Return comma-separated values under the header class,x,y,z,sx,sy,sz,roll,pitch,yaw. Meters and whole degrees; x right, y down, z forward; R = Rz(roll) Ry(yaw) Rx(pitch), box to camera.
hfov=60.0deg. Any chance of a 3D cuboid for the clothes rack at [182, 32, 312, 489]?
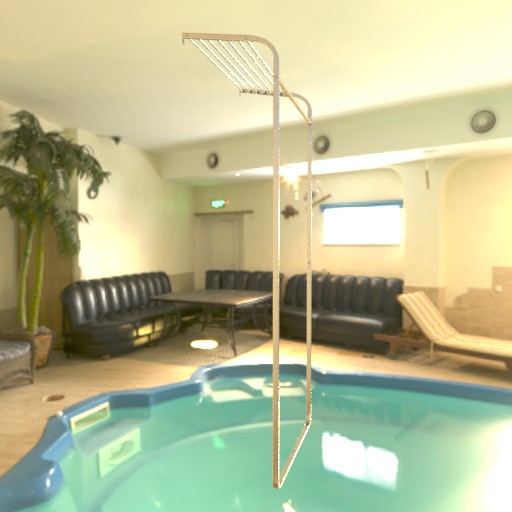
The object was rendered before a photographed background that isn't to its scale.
class,x,y,z,sx,sy,sz,roll,pitch,yaw
clothes rack,0.000,0.000,1.804,0.349,1.574,0.609,1,2,17
